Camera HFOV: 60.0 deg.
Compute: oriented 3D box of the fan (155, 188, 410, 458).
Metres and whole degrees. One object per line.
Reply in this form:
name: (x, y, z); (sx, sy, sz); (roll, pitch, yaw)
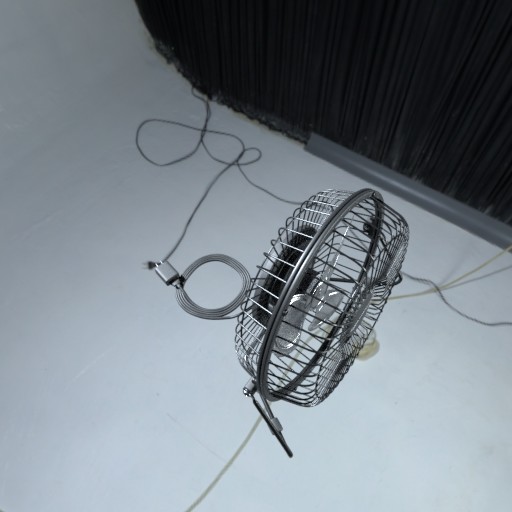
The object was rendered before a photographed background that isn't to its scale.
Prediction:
fan: (0.000, 0.000, 0.380); (0.227, 0.188, 0.209); (31, 63, 18)
